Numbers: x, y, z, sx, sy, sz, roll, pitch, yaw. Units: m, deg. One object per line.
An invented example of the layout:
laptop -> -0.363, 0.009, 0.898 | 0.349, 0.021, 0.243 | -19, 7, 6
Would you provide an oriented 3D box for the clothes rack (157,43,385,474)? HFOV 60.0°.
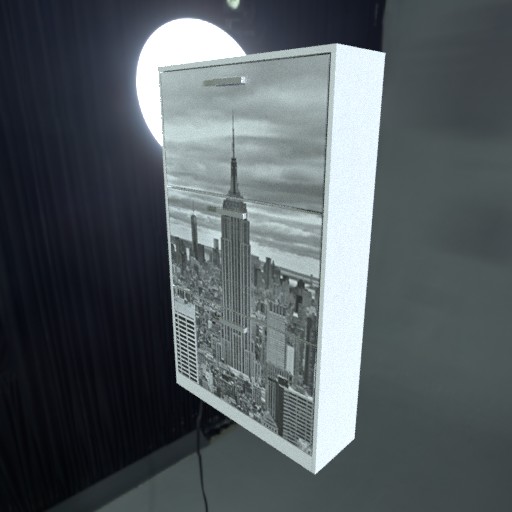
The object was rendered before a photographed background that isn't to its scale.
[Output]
clothes rack -> 0.000, 0.000, 1.576 | 0.750, 1.280, 0.250 | 16, 24, 41
